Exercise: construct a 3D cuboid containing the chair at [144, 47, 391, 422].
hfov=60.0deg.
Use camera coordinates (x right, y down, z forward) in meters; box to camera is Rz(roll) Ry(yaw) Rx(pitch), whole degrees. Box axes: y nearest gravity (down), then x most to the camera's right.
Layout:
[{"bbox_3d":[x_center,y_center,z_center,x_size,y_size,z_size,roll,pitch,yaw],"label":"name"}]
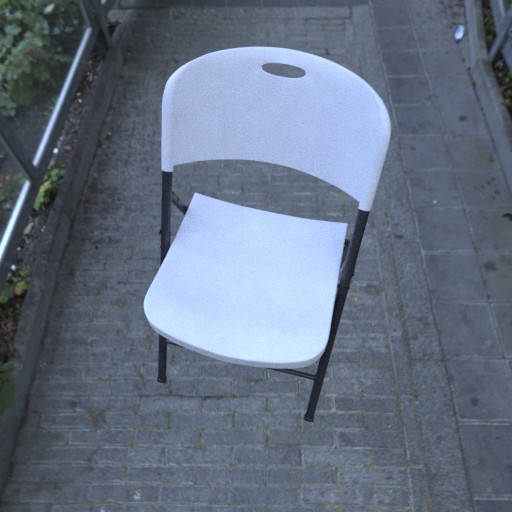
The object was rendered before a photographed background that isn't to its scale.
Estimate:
[{"bbox_3d":[0.000,0.000,1.137,0.494,0.810,0.566,12,60,7],"label":"chair"}]
